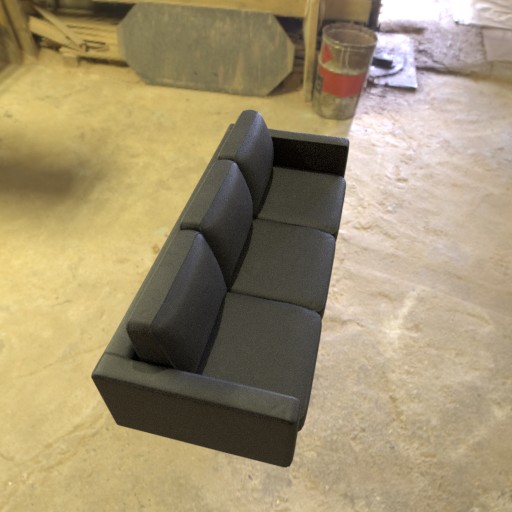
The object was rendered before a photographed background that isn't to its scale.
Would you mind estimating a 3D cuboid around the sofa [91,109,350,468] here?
[{"bbox_3d":[0.000,0.000,2.549,0.879,0.899,2.029,10,47,10],"label":"sofa"}]
